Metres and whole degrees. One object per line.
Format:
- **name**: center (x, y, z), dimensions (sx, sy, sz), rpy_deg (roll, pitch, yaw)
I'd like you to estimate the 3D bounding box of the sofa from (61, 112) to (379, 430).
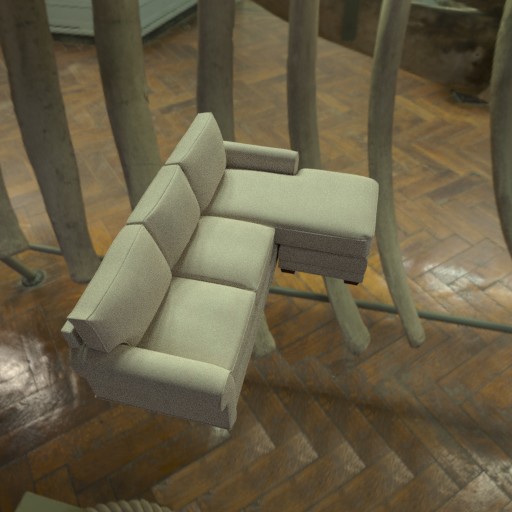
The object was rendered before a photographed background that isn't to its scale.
- **sofa**: center (0.000, 0.000, 2.374), dimensions (1.226, 0.734, 1.770), rpy_deg (10, 48, 9)
